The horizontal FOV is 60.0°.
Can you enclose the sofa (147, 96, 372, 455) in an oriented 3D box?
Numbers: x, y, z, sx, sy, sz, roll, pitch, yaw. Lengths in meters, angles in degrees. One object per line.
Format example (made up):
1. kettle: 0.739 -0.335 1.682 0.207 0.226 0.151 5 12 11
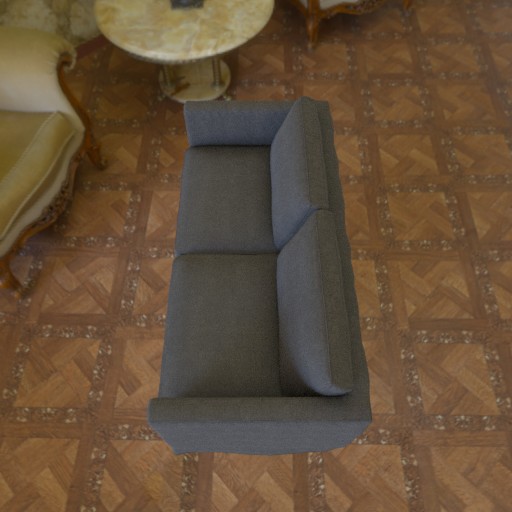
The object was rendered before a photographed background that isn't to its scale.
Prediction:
1. sofa: 0.000 0.000 2.529 0.953 0.855 1.982 0 58 0
